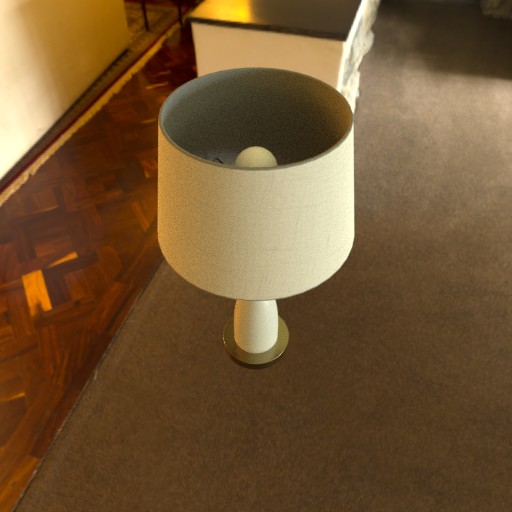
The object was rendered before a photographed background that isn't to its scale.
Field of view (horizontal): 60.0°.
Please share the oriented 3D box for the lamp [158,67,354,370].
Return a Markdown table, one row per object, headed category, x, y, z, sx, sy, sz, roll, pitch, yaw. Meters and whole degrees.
| category | x | y | z | sx | sy | sz | roll | pitch | yaw |
| --- | --- | --- | --- | --- | --- | --- | --- | --- | --- |
| lamp | 0.000 | 0.000 | 0.762 | 0.309 | 0.545 | 0.309 | 0 | 48 | 0 |
